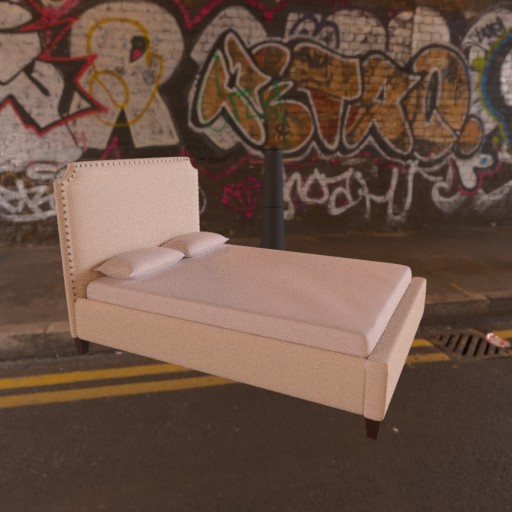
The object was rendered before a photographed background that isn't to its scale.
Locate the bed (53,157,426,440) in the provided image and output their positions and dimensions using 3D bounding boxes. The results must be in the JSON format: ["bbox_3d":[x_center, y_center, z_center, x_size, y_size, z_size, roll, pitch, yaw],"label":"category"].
[{"bbox_3d":[0.000,0.000,3.451,2.372,1.443,1.712,7,16,26],"label":"bed"}]
